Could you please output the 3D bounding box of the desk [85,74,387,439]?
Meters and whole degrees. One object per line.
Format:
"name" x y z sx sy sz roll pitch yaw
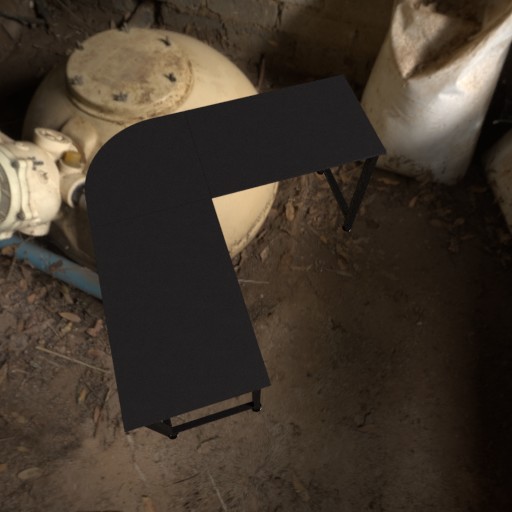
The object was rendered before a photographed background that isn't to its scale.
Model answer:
"desk" 0.000 0.000 2.281 1.400 0.762 1.400 -16 65 -8
